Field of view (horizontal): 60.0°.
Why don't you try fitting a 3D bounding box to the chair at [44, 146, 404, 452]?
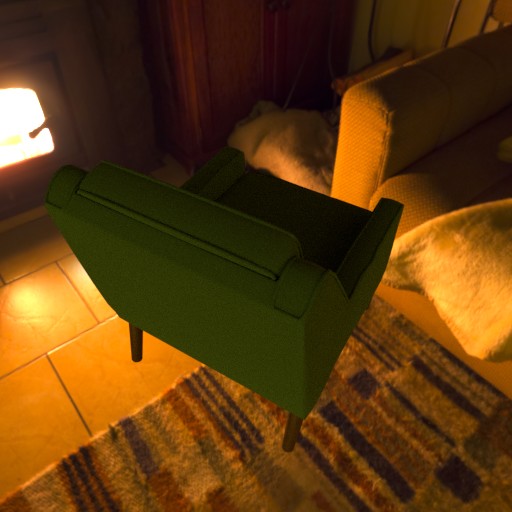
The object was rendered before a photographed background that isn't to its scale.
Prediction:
[{"bbox_3d":[0.000,0.000,1.302,0.663,0.792,0.743,23,49,21],"label":"chair"}]
